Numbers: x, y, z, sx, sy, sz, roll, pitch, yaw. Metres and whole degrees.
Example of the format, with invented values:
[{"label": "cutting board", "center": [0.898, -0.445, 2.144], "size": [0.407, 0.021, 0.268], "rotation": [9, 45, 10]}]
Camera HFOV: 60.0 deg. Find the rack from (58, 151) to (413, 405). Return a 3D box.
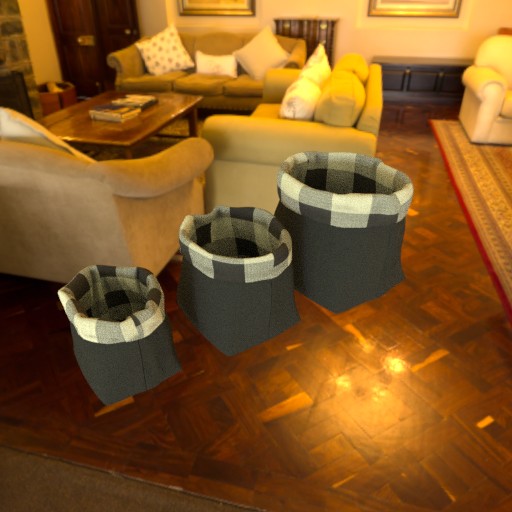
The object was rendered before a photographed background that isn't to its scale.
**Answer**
[{"label": "rack", "center": [0.000, 0.000, 1.087], "size": [0.889, 0.329, 0.370], "rotation": [-20, 37, -29]}]
